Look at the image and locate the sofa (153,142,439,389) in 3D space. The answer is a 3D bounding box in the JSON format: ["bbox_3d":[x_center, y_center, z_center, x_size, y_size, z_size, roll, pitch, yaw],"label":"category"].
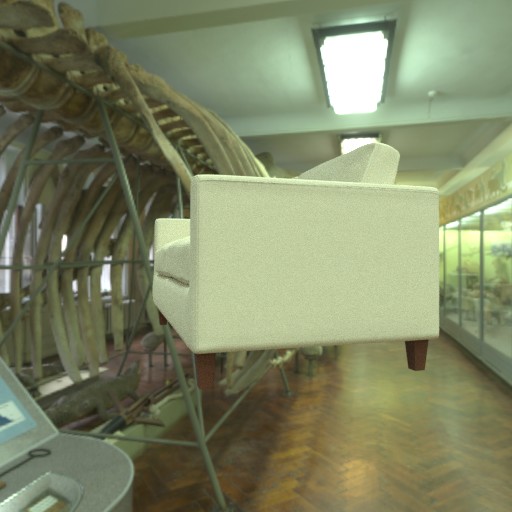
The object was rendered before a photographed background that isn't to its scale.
[{"bbox_3d":[0.000,0.000,2.322,0.964,0.888,1.702,0,-1,-17],"label":"sofa"}]
